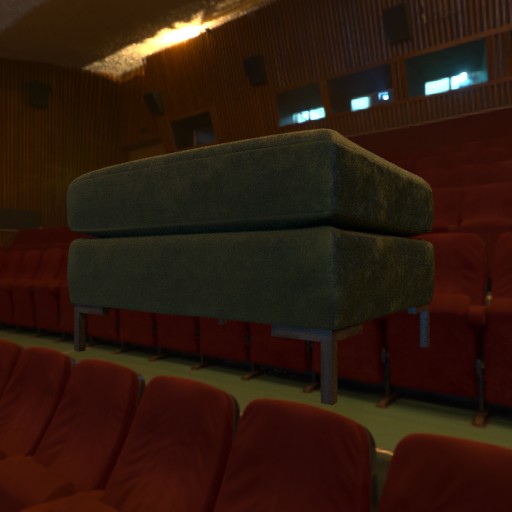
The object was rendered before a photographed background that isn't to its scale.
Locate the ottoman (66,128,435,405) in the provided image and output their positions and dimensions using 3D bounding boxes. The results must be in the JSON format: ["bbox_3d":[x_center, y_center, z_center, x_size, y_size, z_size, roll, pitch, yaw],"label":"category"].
[{"bbox_3d":[0.000,0.000,1.286,0.839,0.538,0.701,0,0,36],"label":"ottoman"}]
